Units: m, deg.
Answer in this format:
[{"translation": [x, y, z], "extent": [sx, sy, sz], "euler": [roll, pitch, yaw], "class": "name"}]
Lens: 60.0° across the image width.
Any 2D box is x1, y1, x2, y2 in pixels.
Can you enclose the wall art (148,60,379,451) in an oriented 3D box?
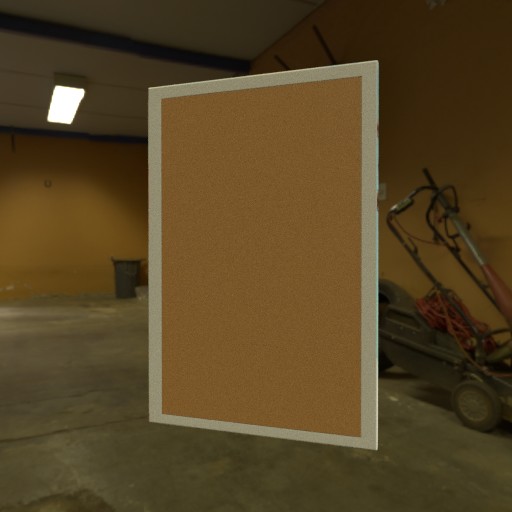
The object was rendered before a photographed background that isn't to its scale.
[{"translation": [0.000, 0.000, 1.140], "extent": [0.605, 0.915, 0.037], "euler": [0, 1, 17], "class": "wall art"}]
